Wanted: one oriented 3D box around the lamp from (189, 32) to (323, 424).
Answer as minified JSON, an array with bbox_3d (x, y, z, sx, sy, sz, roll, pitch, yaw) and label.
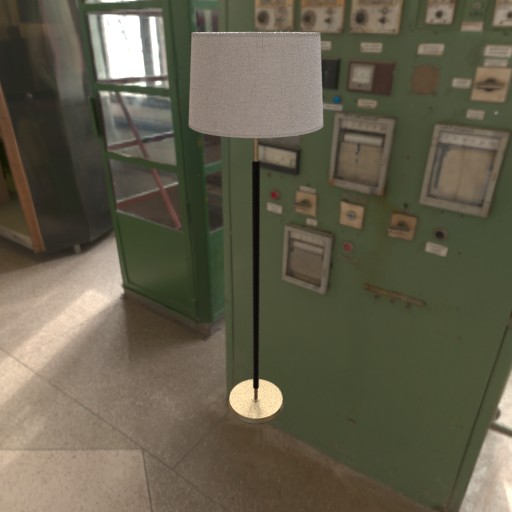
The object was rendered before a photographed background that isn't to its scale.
[{"bbox_3d":[0.000,0.000,1.608,0.420,1.447,0.420,0,27,0],"label":"lamp"}]
